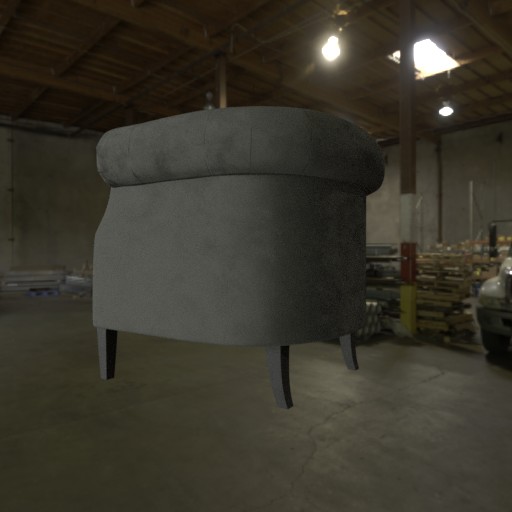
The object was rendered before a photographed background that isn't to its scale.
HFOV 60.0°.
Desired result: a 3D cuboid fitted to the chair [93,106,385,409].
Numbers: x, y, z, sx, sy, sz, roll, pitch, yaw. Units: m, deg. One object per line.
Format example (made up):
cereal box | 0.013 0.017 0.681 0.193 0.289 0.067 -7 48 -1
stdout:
chair | 0.000 0.000 1.568 0.851 0.826 0.904 0 0 35
